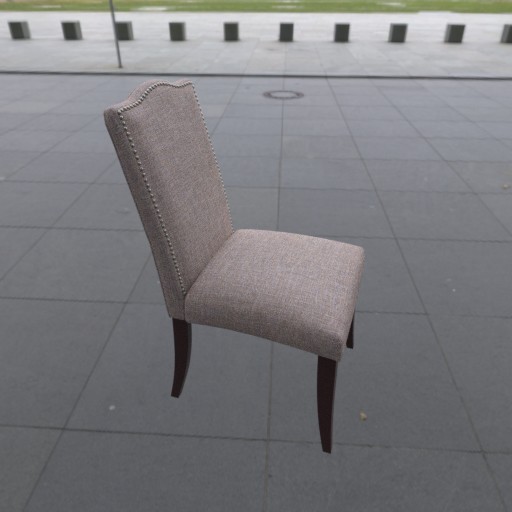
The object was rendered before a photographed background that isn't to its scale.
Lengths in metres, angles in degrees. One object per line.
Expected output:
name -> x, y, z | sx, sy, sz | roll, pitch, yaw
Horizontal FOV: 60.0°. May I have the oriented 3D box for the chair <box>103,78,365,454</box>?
chair -> 0.000, 0.000, 1.404 | 0.660, 1.016, 0.513 | 10, 33, 16
